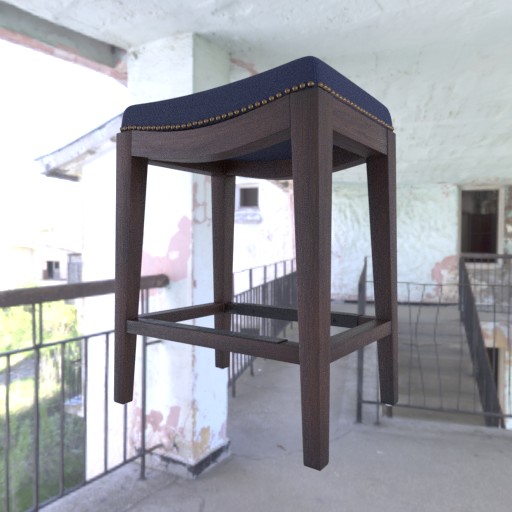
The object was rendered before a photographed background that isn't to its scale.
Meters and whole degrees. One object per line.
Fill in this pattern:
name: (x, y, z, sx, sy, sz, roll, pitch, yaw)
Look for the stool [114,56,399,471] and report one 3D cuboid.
stool: (0.000, 0.000, 0.949, 0.500, 0.642, 0.361, 1, 2, 36)
